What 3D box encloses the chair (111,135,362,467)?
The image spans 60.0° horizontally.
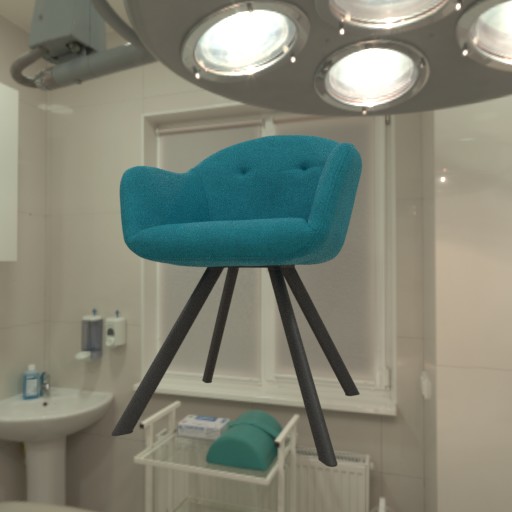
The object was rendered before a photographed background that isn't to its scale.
[{"bbox_3d":[0.000,0.000,1.150,0.545,0.775,0.565,0,-1,18],"label":"chair"}]
